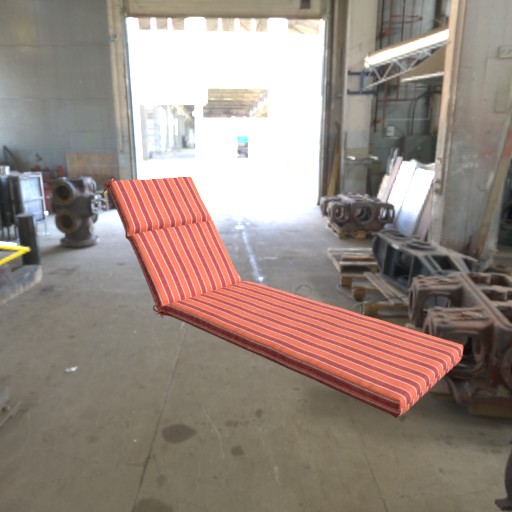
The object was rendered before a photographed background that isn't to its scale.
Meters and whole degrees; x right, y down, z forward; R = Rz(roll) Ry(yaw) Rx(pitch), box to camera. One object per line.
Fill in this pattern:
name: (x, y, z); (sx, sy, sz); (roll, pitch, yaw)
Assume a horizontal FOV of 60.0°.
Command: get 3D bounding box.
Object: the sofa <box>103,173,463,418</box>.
sofa: (0.000, 0.000, 1.958); (1.663, 0.622, 0.582); (14, 20, 42)
